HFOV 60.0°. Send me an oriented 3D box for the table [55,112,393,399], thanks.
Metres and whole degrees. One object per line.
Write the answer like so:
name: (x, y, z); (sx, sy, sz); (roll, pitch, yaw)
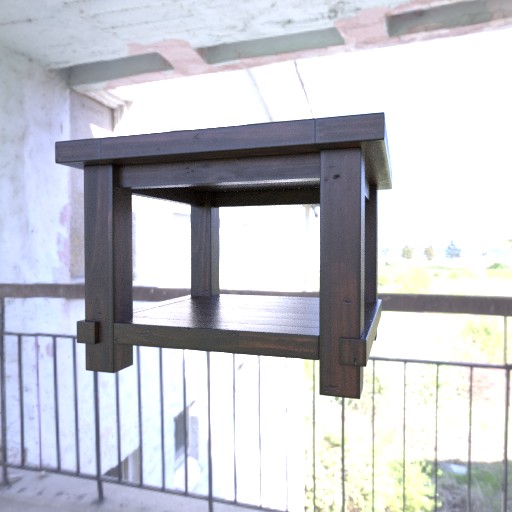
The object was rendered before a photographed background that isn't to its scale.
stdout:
table: (0.000, 0.000, 1.028); (0.593, 0.437, 0.606); (0, 1, 18)
